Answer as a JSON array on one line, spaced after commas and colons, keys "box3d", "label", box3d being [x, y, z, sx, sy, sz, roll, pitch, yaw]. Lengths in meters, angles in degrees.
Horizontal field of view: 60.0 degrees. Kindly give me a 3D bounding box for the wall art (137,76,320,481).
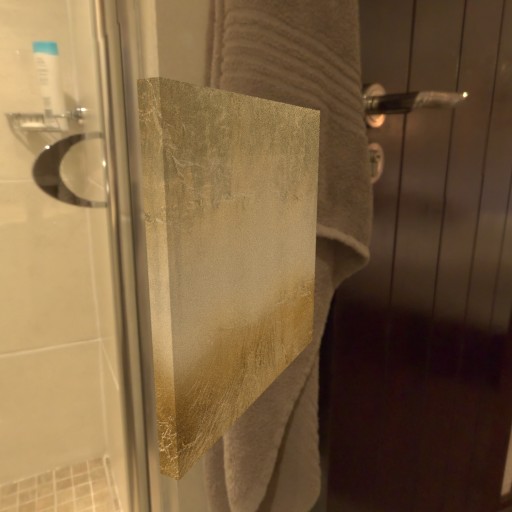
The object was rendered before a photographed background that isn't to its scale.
[{"box3d": [0.000, 0.000, 0.912, 0.038, 0.610, 0.610, 7, 15, 27], "label": "wall art"}]
